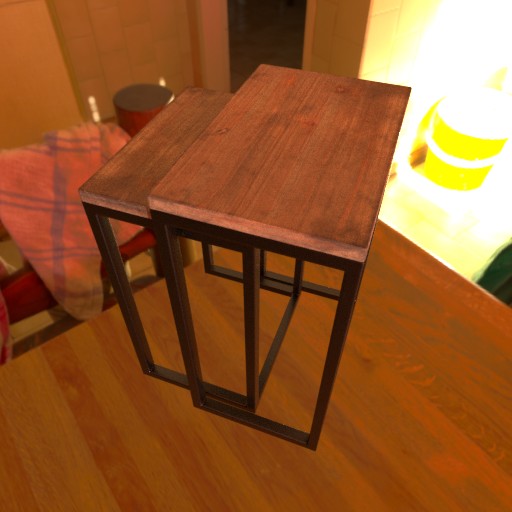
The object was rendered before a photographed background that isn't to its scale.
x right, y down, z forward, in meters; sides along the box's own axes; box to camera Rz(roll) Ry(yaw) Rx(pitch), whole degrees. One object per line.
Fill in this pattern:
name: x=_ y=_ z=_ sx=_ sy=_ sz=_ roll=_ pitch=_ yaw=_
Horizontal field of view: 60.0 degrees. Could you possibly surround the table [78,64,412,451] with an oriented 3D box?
table: x=0.000 y=0.000 z=0.933 sx=0.460 sy=0.615 sz=0.456 roll=17 pitch=48 yaw=16
